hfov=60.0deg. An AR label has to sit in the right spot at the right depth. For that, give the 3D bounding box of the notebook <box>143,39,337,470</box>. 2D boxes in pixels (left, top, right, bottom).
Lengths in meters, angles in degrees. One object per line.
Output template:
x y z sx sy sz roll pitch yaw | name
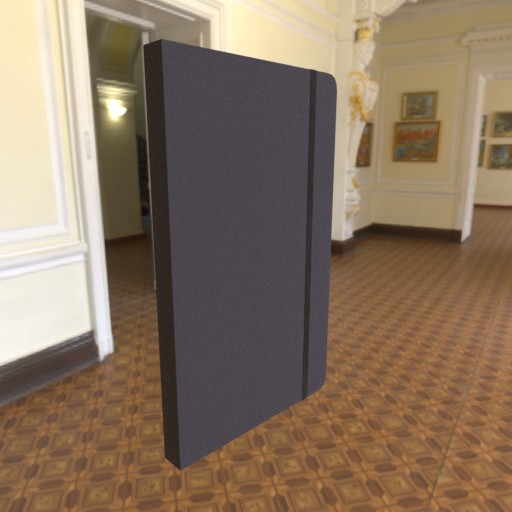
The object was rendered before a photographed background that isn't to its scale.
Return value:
0.000 0.000 0.260 0.127 0.213 0.016 -12 18 -43 | notebook
